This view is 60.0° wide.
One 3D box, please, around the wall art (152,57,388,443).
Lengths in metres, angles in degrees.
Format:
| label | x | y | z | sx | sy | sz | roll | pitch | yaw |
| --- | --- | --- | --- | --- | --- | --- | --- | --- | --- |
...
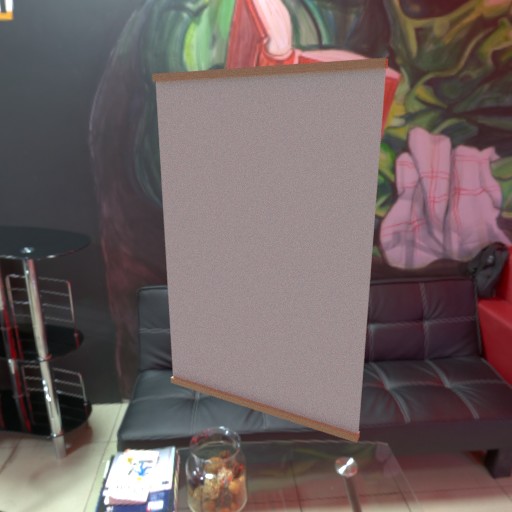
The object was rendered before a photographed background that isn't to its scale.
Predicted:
| label | x | y | z | sx | sy | sz | roll | pitch | yaw |
| --- | --- | --- | --- | --- | --- | --- | --- | --- | --- |
| wall art | 0.000 | 0.000 | 1.916 | 0.991 | 1.510 | 0.040 | 8 | 18 | 27 |
